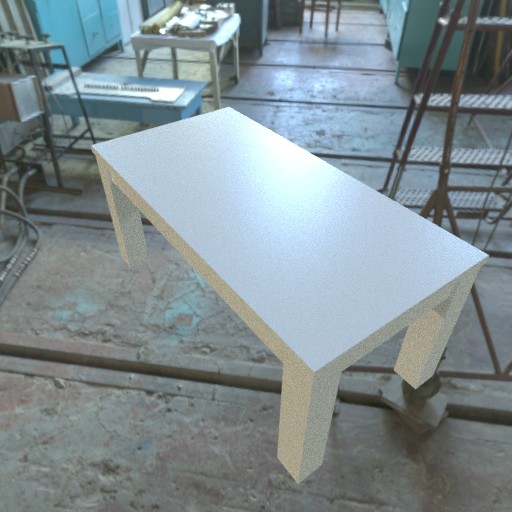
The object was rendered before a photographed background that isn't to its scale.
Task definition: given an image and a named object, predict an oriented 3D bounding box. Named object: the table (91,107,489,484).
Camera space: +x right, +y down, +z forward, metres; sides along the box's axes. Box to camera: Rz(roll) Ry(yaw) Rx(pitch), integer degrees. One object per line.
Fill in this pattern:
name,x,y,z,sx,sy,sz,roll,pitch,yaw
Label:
table,0.000,0.000,2.304,0.900,0.790,1.800,-25,47,-27
